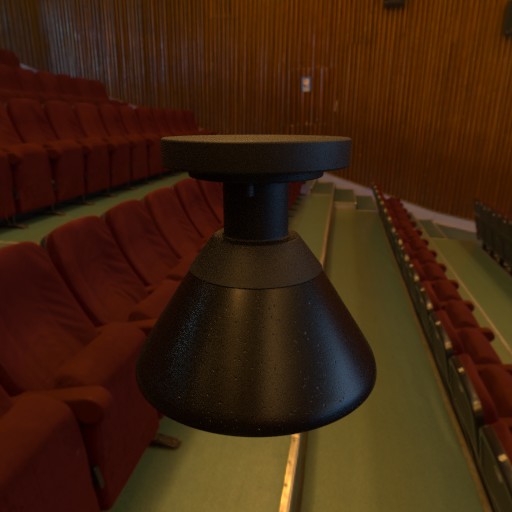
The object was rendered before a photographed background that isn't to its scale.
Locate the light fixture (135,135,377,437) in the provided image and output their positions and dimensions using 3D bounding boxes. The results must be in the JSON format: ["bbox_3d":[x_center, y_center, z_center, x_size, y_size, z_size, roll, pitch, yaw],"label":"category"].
[{"bbox_3d":[0.000,0.000,0.354,0.200,0.183,0.200,0,17,0],"label":"light fixture"}]
